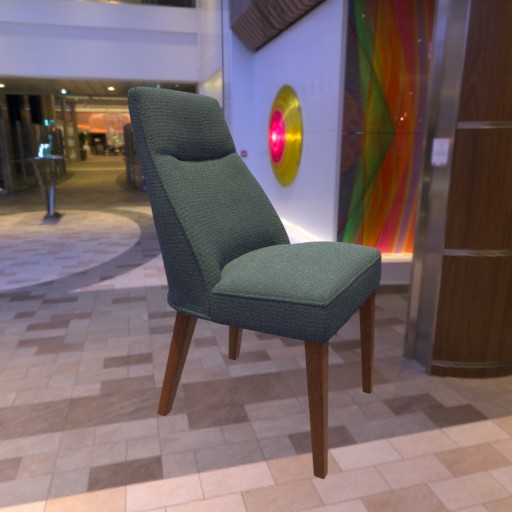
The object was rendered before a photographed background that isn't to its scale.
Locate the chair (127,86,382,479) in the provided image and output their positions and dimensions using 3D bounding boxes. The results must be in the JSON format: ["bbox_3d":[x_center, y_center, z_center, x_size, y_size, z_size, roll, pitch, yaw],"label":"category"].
[{"bbox_3d":[0.000,0.000,1.279,0.620,0.930,0.500,8,16,28],"label":"chair"}]
